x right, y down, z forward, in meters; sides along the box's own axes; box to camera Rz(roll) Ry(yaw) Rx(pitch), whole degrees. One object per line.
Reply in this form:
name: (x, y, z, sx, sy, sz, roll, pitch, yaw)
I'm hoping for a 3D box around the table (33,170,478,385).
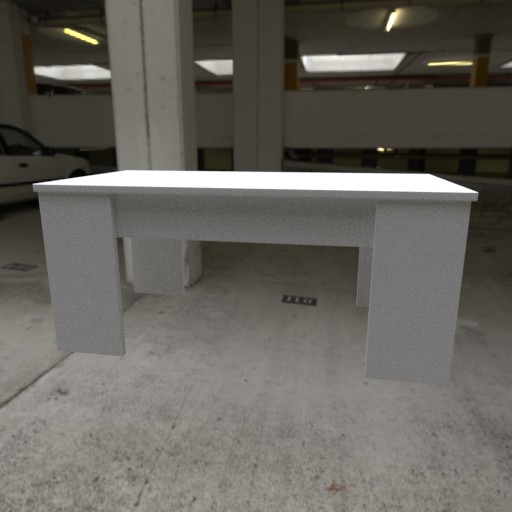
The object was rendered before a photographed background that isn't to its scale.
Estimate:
table: (0.000, 0.000, 1.271, 1.000, 0.440, 0.500, 3, 15, 10)
